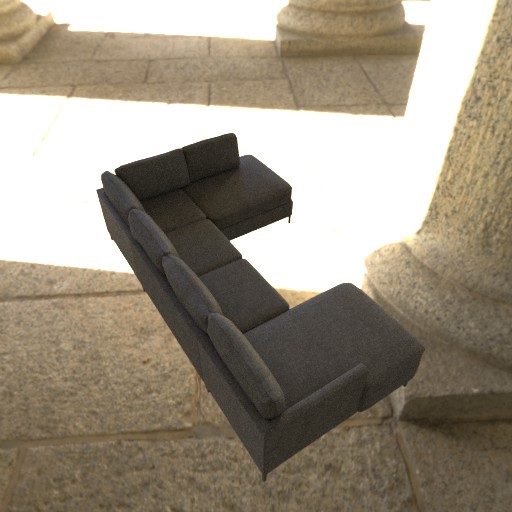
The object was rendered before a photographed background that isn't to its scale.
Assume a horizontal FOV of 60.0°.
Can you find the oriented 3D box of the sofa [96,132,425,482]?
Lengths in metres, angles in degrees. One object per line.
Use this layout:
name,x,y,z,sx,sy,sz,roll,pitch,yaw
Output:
sofa,0.000,0.000,4.400,2.048,0.999,3.423,-24,47,-24
